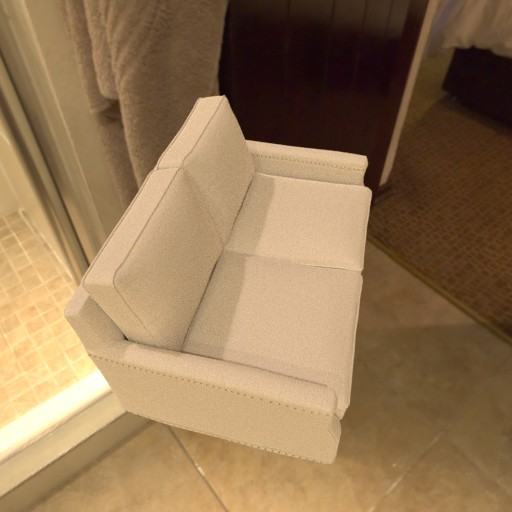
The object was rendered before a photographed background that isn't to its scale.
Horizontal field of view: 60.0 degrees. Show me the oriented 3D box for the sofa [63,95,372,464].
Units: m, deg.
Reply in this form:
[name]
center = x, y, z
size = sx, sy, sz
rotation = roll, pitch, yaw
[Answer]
[sofa]
center = 0.000, 0.000, 2.239
size = 1.084, 1.003, 1.597
rotation = 10, 48, 9
